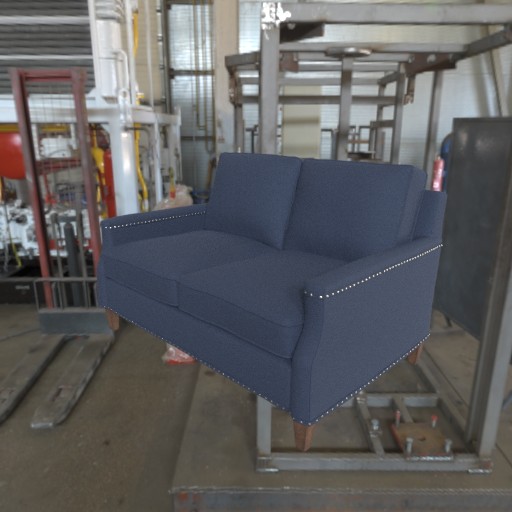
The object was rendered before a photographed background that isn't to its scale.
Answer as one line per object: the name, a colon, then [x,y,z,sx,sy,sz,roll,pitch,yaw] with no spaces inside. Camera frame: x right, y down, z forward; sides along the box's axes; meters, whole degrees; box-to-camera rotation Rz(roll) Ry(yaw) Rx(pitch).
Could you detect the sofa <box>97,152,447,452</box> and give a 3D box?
sofa: [0.000,0.000,2.335,1.597,1.003,1.084,16,22,43]
